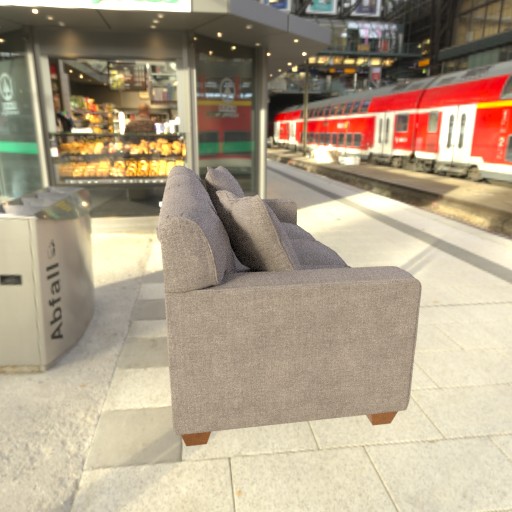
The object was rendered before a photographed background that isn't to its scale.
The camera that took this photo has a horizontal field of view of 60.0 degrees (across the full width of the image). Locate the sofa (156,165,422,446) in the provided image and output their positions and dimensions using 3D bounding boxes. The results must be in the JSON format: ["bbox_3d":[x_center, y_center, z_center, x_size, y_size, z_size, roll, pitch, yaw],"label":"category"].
[{"bbox_3d":[0.000,0.000,2.568,0.997,0.958,2.024,-3,16,-9],"label":"sofa"}]
